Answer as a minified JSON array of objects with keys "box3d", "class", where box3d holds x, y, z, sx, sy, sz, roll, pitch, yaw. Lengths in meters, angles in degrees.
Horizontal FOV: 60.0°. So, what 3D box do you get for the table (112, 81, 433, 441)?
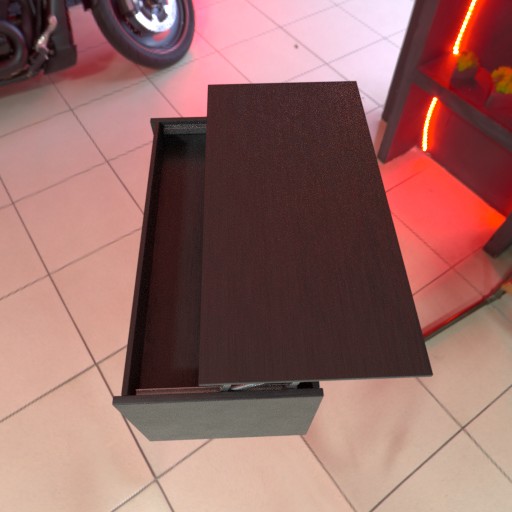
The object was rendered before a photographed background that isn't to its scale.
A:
[{"box3d":[0.000,0.000,1.440,0.712,0.570,1.000,-2,57,-1],"class":"table"}]
